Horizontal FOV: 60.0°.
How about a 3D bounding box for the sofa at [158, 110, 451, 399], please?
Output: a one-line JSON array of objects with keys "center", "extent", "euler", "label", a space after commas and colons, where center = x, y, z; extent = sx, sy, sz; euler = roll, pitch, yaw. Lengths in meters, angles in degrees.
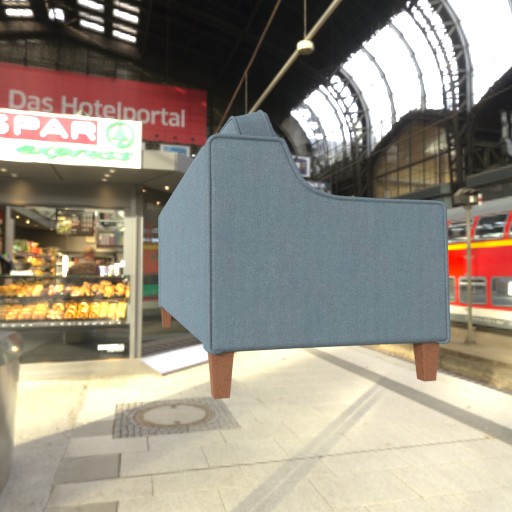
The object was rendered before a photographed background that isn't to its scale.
[{"center": [0.000, 0.000, 2.439], "extent": [0.911, 0.974, 1.986], "euler": [1, -2, -17], "label": "sofa"}]
